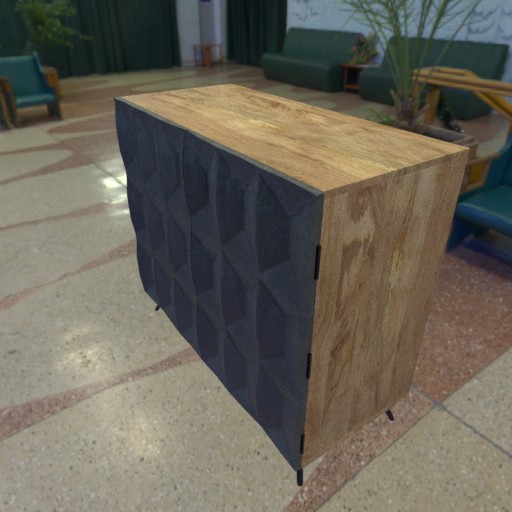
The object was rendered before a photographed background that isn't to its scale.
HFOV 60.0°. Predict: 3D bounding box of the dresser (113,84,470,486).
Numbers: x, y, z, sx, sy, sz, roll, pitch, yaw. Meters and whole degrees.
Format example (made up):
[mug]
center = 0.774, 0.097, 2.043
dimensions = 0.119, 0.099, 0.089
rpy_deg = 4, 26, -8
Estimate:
[dresser]
center = 0.000, 0.000, 1.388
dimensions = 0.446, 0.847, 0.967
rpy_deg = -20, 36, -30
